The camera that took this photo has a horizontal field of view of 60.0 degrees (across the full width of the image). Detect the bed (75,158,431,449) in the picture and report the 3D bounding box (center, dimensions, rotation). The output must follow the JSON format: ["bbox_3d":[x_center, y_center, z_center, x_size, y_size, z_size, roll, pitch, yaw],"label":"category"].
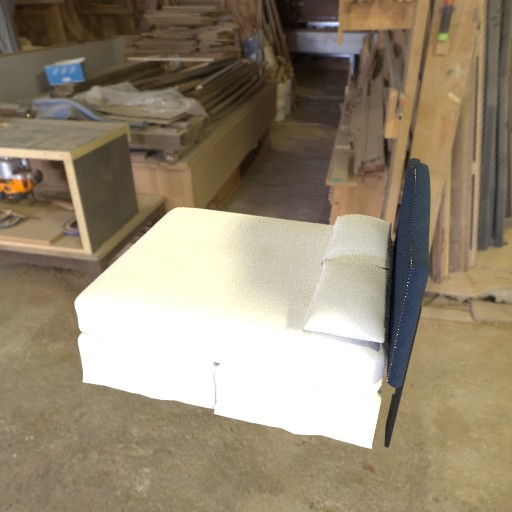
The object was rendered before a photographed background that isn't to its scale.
[{"bbox_3d":[0.000,0.000,3.235,2.153,1.518,1.713,8,32,14],"label":"bed"}]
